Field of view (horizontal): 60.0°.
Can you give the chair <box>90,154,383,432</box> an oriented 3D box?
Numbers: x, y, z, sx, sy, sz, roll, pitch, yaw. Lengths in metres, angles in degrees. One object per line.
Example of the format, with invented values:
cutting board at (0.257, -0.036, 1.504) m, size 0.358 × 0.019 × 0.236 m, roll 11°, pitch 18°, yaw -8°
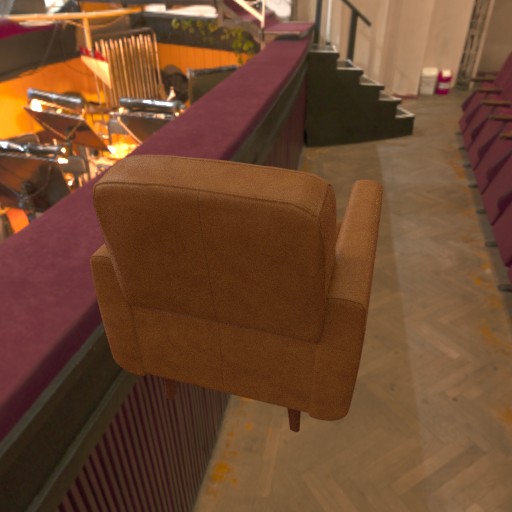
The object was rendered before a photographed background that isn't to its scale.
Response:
chair at (0.000, 0.000, 1.637) m, size 0.845 × 0.968 × 0.942 m, roll 9°, pitch 34°, yaw 14°
